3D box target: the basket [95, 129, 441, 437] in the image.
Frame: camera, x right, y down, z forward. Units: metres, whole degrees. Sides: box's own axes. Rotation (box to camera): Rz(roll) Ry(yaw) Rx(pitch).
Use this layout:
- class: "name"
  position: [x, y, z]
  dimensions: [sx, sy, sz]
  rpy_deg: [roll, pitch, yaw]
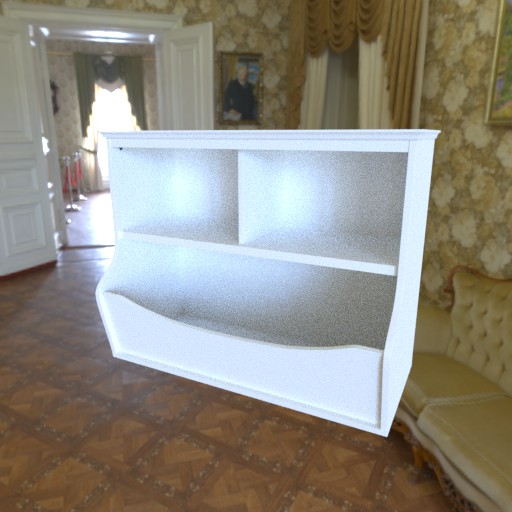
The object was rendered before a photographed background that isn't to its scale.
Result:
- class: "basket"
  position: [0.000, 0.000, 1.147]
  dimensions: [0.792, 0.625, 0.376]
  rpy_deg: [8, 17, 26]
